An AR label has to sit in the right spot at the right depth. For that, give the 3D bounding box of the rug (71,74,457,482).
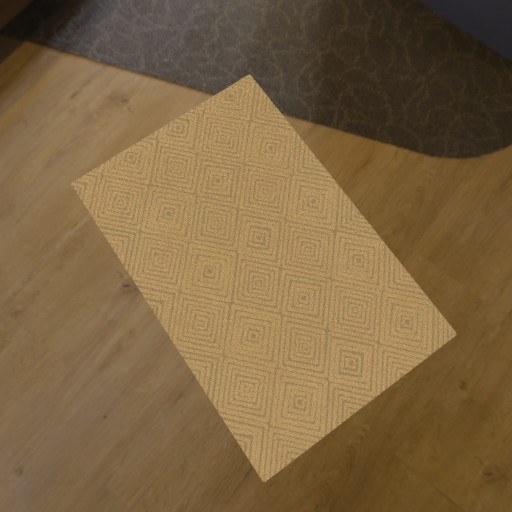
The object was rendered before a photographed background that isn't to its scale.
[{"bbox_3d":[0.000,0.000,2.232,1.143,0.008,1.753,-34,79,-8],"label":"rug"}]
